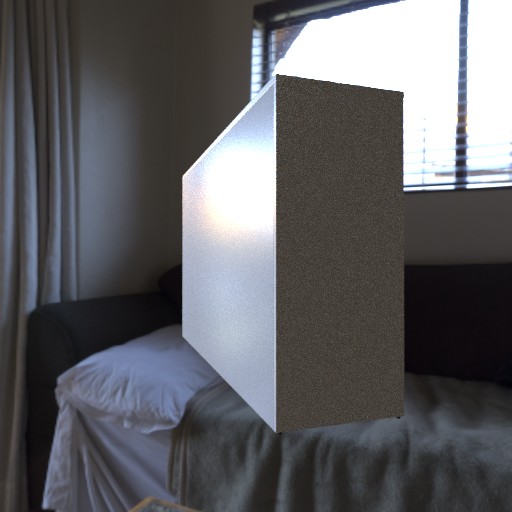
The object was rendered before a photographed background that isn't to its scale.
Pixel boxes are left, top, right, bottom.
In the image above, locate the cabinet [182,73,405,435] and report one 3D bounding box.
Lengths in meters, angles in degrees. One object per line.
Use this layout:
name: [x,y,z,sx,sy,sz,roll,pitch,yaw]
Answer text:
cabinet: [0.000,0.000,1.848,0.380,0.900,1.450,0,0,-18]
